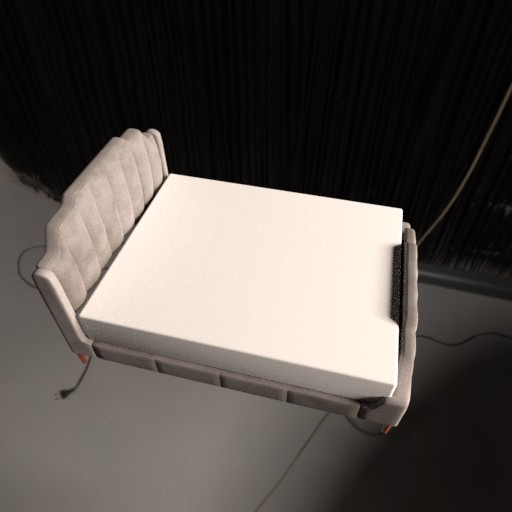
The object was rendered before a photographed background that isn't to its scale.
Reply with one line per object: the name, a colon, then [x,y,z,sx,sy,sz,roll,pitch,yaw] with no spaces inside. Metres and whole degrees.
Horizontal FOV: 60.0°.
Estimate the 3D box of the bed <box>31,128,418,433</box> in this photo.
bed: [0.000,0.000,3.251,2.340,1.245,1.676,10,47,10]
